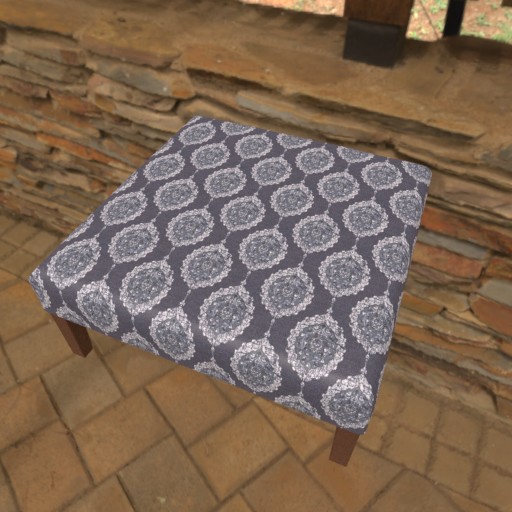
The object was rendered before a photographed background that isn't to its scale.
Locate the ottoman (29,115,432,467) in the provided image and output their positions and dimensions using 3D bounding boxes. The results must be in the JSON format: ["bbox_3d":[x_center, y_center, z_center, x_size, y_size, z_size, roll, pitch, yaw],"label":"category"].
[{"bbox_3d":[0.000,0.000,1.392,0.889,0.409,0.890,17,48,16],"label":"ottoman"}]
